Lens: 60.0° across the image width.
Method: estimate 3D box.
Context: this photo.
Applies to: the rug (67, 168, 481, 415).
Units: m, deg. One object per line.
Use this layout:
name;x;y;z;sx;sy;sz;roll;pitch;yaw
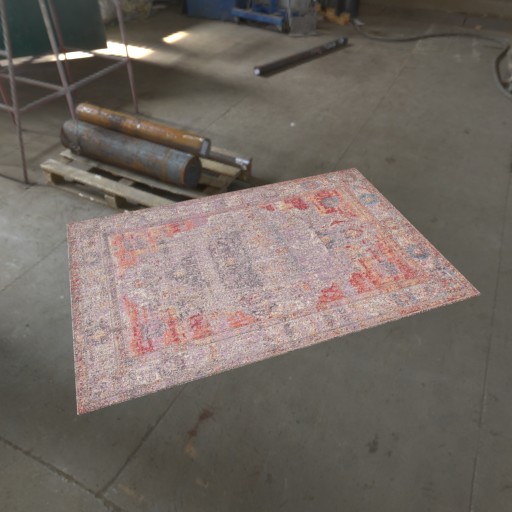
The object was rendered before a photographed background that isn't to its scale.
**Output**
rug;0.000;0.000;2.292;1.829;0.005;1.219;-13;44;-14
